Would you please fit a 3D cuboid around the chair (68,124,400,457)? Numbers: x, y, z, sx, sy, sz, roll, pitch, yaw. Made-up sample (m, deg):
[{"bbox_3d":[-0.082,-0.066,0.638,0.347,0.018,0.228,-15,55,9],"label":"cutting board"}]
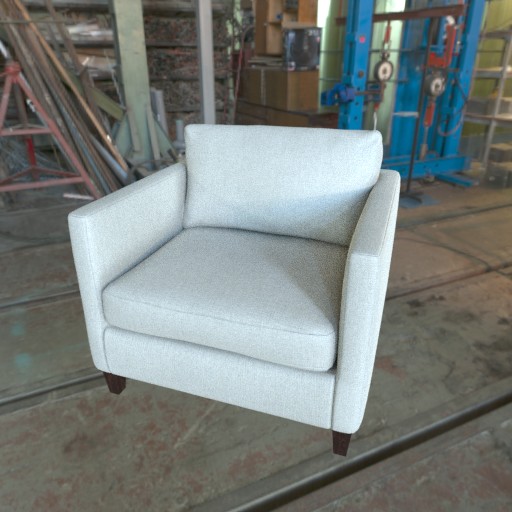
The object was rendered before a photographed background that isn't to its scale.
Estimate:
[{"bbox_3d":[0.000,0.000,1.731,0.996,0.919,0.959,8,26,17],"label":"chair"}]
